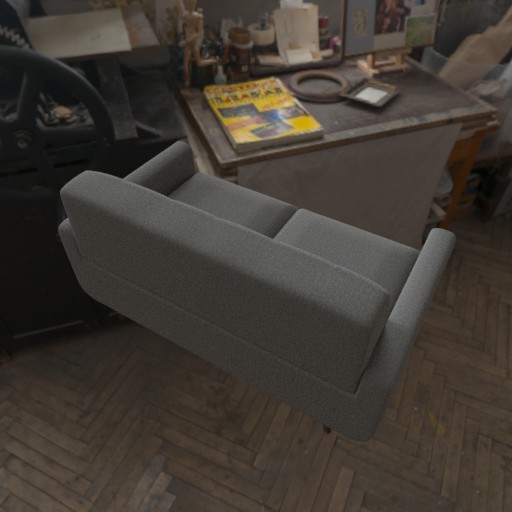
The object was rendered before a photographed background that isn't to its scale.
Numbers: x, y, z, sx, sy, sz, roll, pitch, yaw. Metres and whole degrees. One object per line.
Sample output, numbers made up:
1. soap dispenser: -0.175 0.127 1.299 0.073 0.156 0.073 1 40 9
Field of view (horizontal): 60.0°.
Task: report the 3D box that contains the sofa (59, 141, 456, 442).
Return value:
1. sofa: 0.000 0.000 2.200 1.651 0.925 0.952 23 49 22
